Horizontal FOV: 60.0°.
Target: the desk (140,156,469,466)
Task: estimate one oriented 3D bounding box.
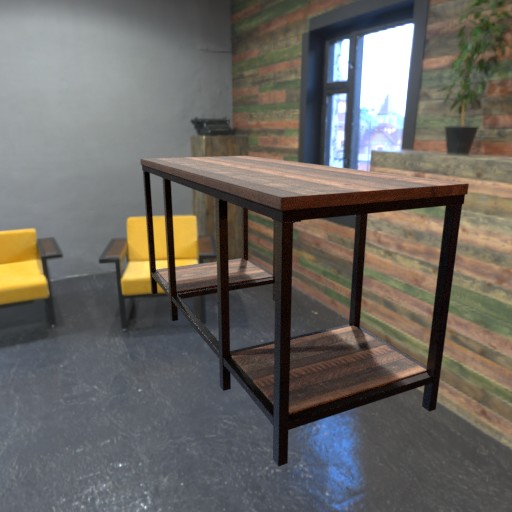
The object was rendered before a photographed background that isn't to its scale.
[{"bbox_3d":[0.000,0.000,1.917,0.617,0.753,1.538,-8,18,-25],"label":"desk"}]
